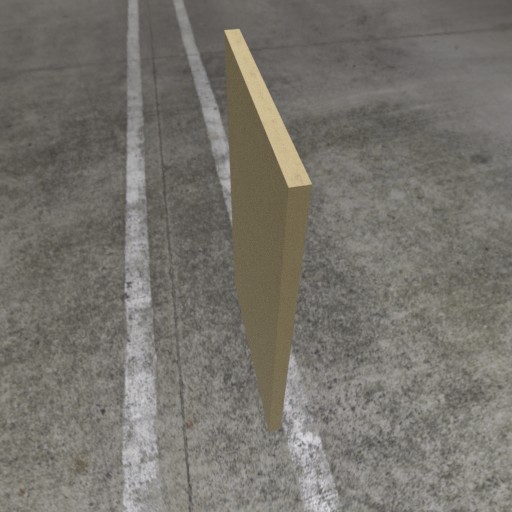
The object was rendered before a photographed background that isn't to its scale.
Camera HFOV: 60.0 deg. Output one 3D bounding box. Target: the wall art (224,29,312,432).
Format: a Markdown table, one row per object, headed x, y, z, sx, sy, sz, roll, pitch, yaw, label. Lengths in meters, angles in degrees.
| x | y | z | sx | sy | sz | roll | pitch | yaw | label |
| --- | --- | --- | --- | --- | --- | --- | --- | --- | --- |
| 0.000 | 0.000 | 1.027 | 0.039 | 0.810 | 0.510 | -9 | 49 | -8 | wall art |
